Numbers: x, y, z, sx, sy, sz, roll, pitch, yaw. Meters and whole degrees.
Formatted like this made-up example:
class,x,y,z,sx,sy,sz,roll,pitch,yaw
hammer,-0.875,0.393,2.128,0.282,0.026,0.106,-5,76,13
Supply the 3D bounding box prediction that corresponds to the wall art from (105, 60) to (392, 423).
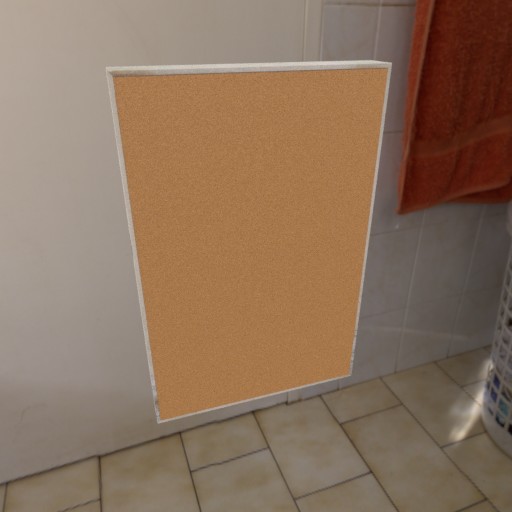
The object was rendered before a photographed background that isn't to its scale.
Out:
class,x,y,z,sx,sy,sz,roll,pitch,yaw
wall art,0.000,0.000,0.480,0.254,0.381,0.038,-9,29,-16
